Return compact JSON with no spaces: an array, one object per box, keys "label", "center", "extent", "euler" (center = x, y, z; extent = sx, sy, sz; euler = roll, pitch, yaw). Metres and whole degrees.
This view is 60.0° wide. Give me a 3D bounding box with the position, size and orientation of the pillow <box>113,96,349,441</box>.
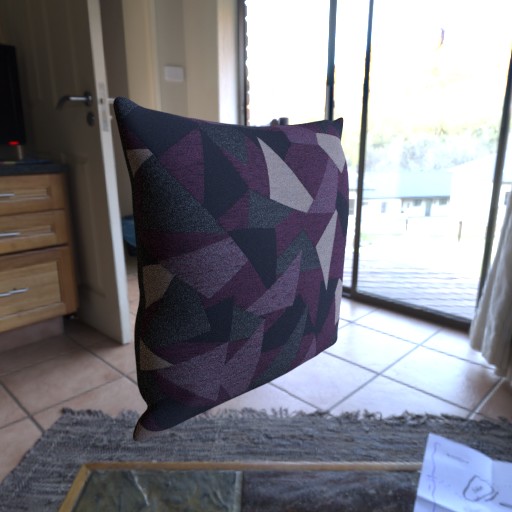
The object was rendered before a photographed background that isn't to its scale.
[{"label":"pillow","center":[0.000,0.000,0.772],"extent":[0.503,0.496,0.208],"euler":[-13,20,-42]}]
